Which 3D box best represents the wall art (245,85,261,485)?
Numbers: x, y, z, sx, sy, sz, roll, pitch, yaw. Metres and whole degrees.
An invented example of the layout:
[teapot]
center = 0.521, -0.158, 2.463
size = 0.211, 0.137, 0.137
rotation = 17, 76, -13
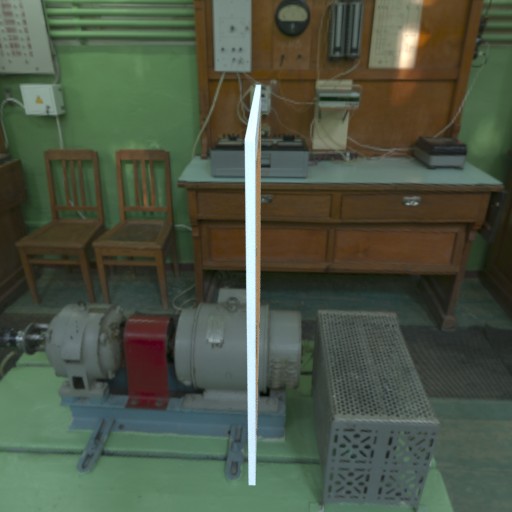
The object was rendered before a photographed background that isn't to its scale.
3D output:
[wall art]
center = 0.000, 0.000, 0.885
size = 0.013, 0.584, 0.584
rotation = 1, 27, 1
